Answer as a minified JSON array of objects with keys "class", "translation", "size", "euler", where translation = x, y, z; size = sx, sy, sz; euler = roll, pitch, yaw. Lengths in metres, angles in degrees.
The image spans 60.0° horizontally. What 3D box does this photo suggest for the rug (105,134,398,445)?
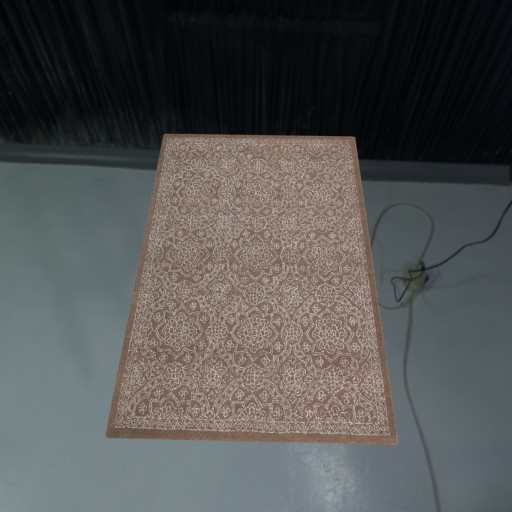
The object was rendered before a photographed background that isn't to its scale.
[{"class":"rug","translation":[0.000,0.000,2.915],"size":[1.524,0.011,2.286],"euler":[1,57,1]}]
